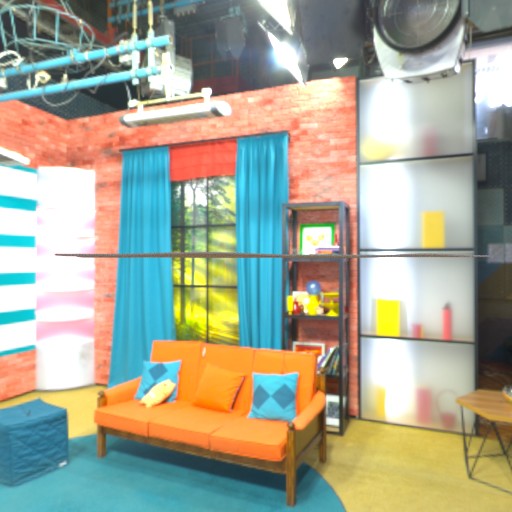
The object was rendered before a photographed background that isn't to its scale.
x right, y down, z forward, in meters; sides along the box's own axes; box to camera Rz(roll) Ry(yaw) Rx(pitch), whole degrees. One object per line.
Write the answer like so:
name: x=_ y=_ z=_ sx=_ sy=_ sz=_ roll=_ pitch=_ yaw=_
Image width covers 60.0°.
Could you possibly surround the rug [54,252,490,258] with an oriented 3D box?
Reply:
rug: x=0.000 y=0.000 z=4.347 sx=3.333 sy=0.027 sz=2.428 roll=0 pitch=-1 yaw=-18
